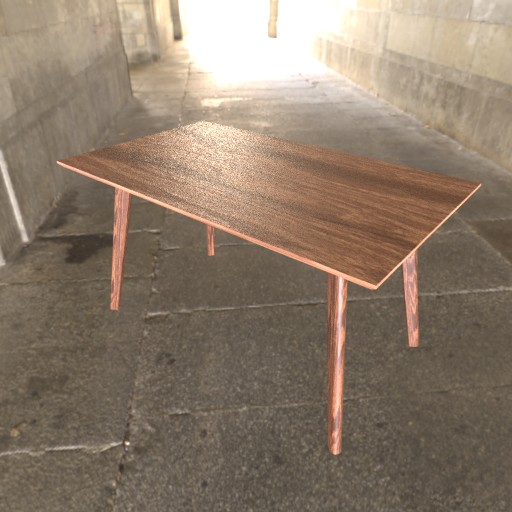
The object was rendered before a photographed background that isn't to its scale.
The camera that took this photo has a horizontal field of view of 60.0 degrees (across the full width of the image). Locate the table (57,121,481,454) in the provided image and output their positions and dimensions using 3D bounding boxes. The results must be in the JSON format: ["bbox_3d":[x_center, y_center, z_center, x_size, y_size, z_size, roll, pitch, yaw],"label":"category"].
[{"bbox_3d":[0.000,0.000,1.810,1.349,0.724,0.801,23,38,33],"label":"table"}]
